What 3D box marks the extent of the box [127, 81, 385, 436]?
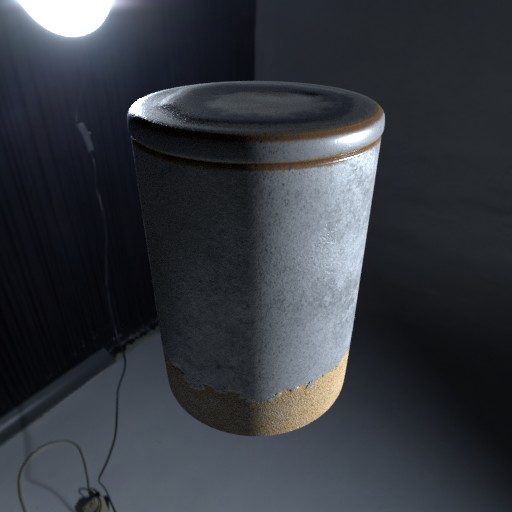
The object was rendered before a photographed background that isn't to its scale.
[{"bbox_3d":[0.000,0.000,0.249,0.118,0.168,0.118,0,31,0],"label":"box"}]
